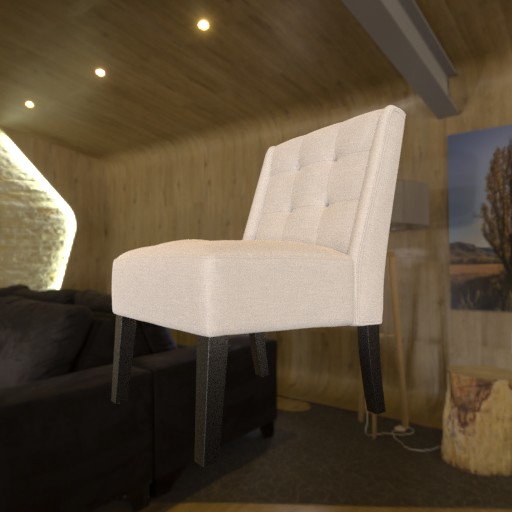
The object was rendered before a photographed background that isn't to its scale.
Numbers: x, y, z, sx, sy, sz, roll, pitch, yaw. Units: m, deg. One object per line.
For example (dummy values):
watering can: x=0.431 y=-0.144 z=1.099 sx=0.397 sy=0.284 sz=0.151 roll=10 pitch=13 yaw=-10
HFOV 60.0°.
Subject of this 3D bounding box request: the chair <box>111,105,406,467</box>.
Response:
chair: x=0.000 y=0.000 z=1.280 sx=0.676 sy=0.853 sz=0.569 roll=1 pitch=-2 yaw=-37
